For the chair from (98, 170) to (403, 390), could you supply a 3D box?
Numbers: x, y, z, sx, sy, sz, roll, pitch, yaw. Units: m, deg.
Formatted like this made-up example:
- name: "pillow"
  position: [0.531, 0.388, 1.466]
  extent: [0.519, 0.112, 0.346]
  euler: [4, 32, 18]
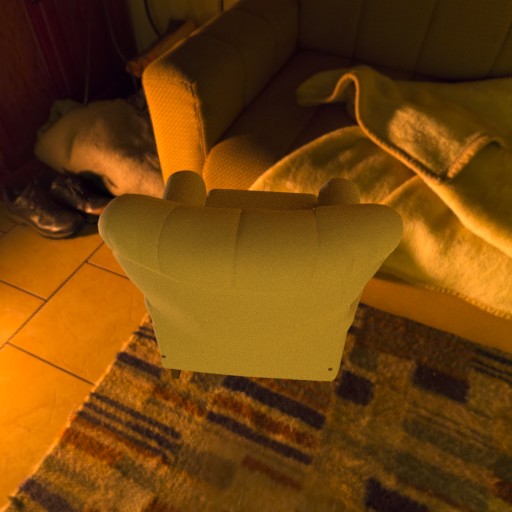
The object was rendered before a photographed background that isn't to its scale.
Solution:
- name: "chair"
  position: [0.000, 0.000, 2.040]
  extent: [1.035, 1.169, 1.132]
  euler: [3, 47, 3]
